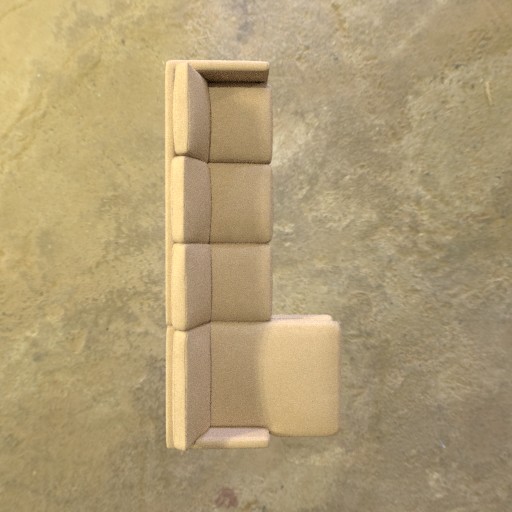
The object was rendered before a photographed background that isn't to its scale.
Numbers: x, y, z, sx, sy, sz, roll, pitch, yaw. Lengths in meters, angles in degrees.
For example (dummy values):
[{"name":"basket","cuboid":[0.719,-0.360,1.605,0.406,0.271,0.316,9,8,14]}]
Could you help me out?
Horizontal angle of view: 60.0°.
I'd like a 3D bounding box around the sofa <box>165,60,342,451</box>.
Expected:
[{"name":"sofa","cuboid":[0.000,0.000,3.854,1.502,0.876,3.201,0,91,-1]}]
